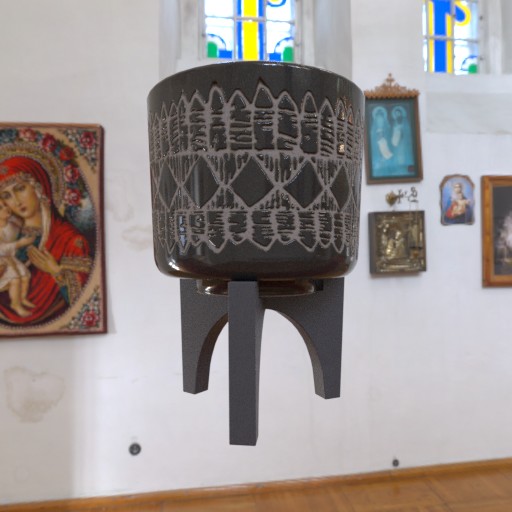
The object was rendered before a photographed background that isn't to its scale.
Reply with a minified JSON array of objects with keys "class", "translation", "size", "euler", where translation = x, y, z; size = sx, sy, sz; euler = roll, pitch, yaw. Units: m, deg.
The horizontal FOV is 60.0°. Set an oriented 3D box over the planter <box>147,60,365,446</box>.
[{"class":"planter","translation":[0.000,0.000,0.523],"size":[0.251,0.355,0.251],"euler":[0,0,37]}]
